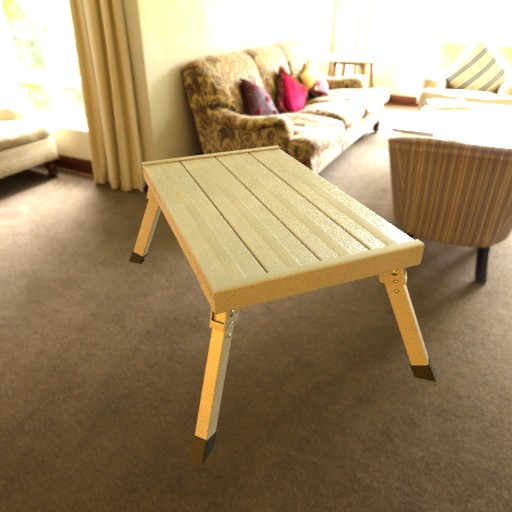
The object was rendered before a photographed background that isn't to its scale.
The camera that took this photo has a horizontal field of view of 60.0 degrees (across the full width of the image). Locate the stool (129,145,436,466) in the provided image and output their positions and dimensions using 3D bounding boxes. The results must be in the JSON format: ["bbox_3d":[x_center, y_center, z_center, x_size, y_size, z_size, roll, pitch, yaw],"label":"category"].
[{"bbox_3d":[0.000,0.000,0.758,0.385,0.225,0.535,-12,33,-19],"label":"stool"}]
